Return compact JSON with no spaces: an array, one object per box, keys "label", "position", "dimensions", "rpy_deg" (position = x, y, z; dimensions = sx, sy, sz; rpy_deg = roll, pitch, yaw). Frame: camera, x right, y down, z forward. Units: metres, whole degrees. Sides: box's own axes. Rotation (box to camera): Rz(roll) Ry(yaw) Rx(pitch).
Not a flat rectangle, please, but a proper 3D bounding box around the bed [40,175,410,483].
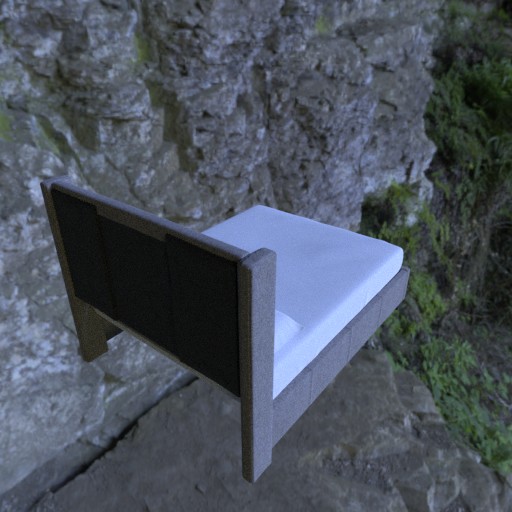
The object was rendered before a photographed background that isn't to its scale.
[{"label":"bed","position":[0.000,0.000,3.436],"dimensions":[1.714,1.476,2.245],"rpy_deg":[21,35,33]}]
